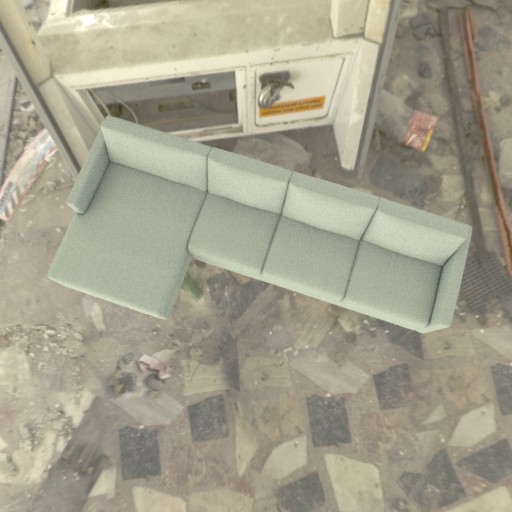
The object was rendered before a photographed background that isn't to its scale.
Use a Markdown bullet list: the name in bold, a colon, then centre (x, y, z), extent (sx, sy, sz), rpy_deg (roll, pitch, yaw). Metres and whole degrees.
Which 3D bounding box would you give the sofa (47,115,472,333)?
- **sofa**: centre (0.000, 0.000, 4.042), extent (3.470, 0.953, 1.600), rpy_deg (18, 76, 5)
